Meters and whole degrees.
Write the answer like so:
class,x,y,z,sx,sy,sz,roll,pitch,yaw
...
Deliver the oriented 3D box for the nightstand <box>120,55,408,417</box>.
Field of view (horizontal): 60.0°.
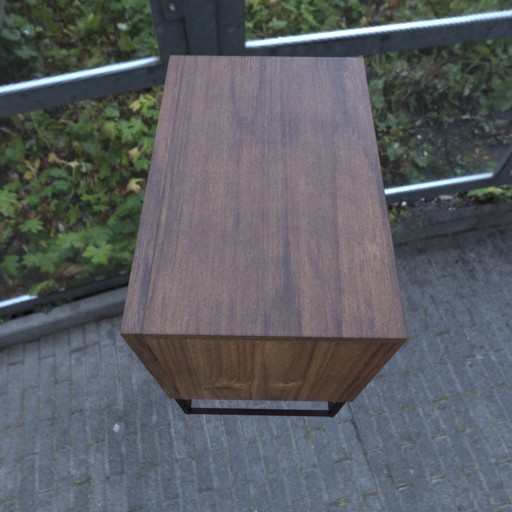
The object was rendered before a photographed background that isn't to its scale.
class,x,y,z,sx,sy,sz,roll,pitch,yaw
nightstand,0.000,0.000,1.034,0.437,0.610,0.610,1,60,1
